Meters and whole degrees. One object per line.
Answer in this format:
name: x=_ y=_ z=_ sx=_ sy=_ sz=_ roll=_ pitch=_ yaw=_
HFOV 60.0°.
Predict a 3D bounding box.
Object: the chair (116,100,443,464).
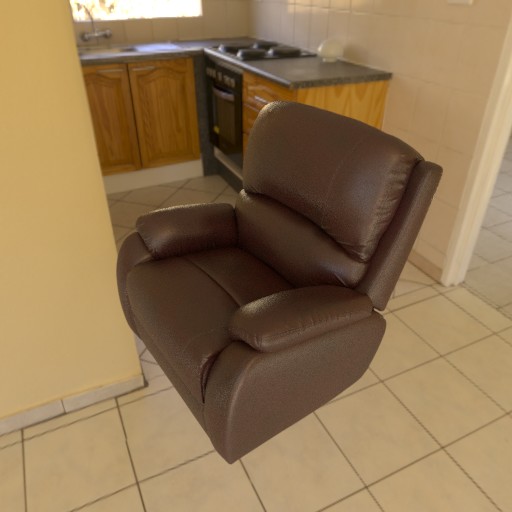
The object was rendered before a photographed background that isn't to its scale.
chair: x=0.000 y=0.000 z=1.723 sx=0.899 sy=1.011 sz=0.930 roll=-21 pitch=38 yaw=-29
